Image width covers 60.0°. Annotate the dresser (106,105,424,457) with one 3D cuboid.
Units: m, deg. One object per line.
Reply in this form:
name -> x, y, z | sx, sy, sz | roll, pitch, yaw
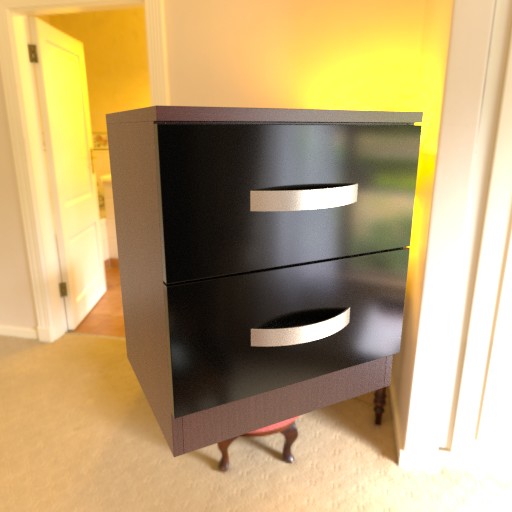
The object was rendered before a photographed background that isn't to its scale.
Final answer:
dresser -> 0.000, 0.000, 0.764 | 0.400, 0.470, 0.360 | -8, 18, -26
